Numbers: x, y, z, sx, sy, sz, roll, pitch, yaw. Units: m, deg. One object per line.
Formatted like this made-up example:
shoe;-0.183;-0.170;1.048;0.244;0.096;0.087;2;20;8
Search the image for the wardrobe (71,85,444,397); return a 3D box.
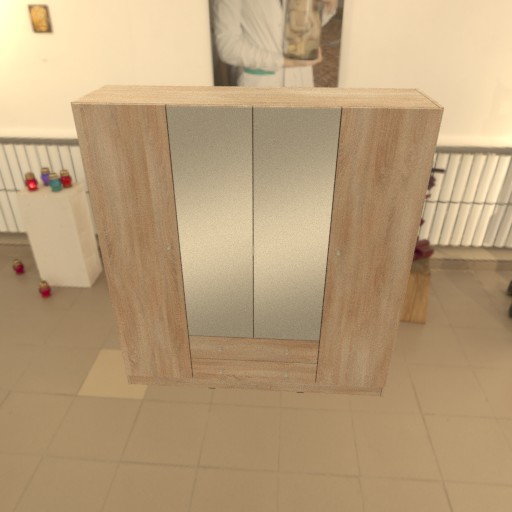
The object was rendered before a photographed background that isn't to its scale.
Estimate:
wardrobe;0.000;0.000;3.121;1.998;2.159;0.598;2;31;3
